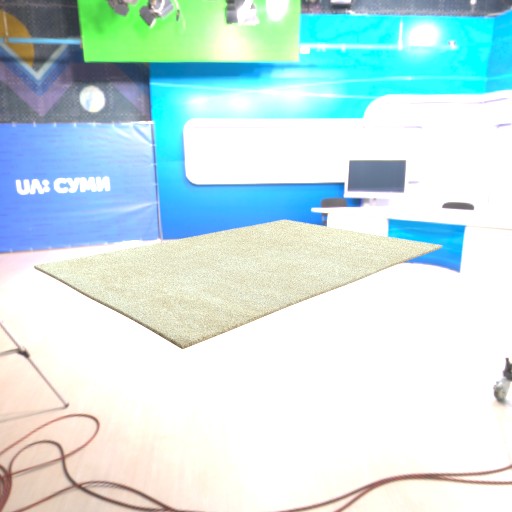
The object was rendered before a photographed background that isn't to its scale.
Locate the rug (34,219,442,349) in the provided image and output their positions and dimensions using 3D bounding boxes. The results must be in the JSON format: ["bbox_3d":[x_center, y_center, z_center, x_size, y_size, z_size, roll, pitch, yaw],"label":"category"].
[{"bbox_3d":[0.000,0.000,3.480,2.699,0.025,1.800,-14,20,-43],"label":"rug"}]
